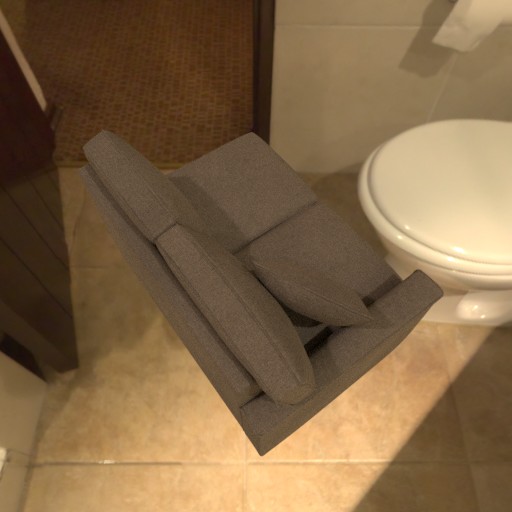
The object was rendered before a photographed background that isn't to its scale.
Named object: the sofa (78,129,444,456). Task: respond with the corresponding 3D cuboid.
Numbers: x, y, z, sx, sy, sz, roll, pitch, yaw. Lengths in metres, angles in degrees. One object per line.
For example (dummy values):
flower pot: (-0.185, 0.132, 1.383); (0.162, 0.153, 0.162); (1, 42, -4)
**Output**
sofa: (0.000, 0.000, 2.117); (0.991, 0.989, 1.388); (-33, 65, -18)
